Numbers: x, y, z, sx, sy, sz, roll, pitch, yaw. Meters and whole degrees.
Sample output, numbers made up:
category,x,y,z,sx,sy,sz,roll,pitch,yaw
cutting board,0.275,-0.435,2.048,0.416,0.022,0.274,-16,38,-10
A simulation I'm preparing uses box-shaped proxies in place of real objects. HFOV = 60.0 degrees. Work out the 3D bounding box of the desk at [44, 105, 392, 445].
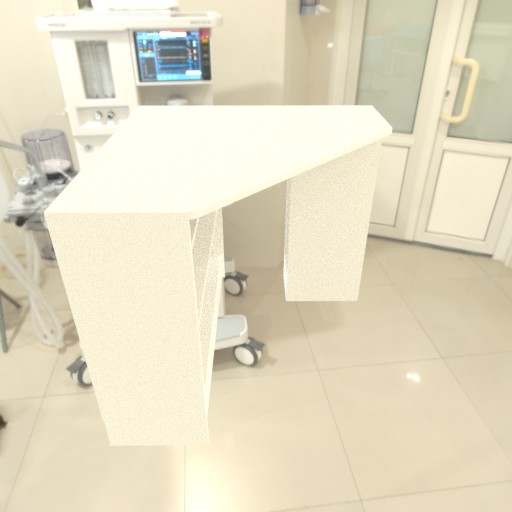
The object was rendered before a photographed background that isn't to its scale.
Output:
category,x,y,z,sx,sy,sz,roll,pitch,yaw
desk,0.000,0.000,1.578,0.926,0.818,0.940,0,32,0
